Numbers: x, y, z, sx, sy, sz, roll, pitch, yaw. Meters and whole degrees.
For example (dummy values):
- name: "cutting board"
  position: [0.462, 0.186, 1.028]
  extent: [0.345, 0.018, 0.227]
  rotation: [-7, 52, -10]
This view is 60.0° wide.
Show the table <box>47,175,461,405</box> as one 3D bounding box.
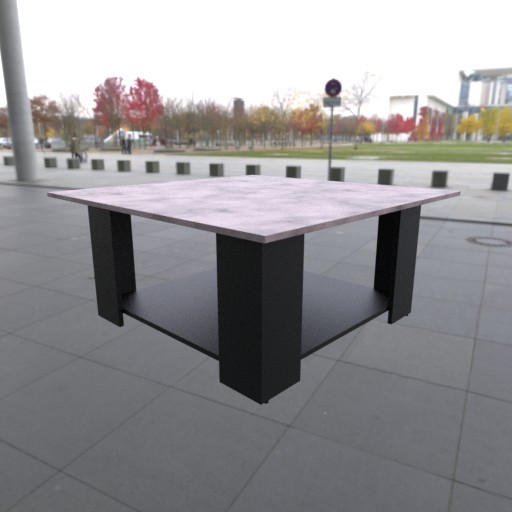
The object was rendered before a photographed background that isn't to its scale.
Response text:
- name: "table"
  position: [0.000, 0.000, 1.053]
  extent: [0.670, 0.305, 0.670]
  rotation: [14, 20, 42]
